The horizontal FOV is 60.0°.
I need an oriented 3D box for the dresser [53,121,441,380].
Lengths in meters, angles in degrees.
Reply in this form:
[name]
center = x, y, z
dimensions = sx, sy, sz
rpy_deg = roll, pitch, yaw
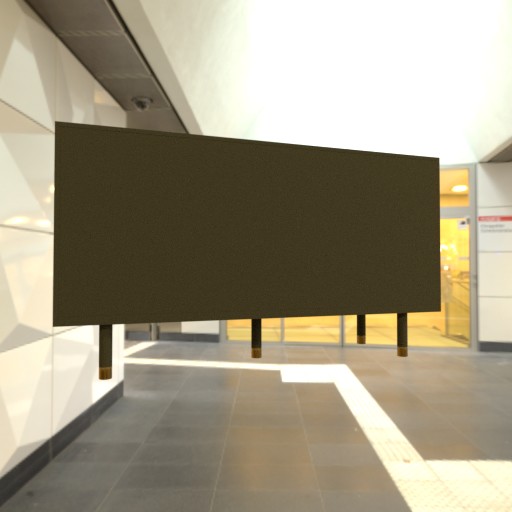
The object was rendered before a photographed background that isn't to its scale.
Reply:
[dresser]
center = 0.000, 0.000, 1.923
dimensions = 1.558, 0.872, 0.463
rpy_deg = 0, -1, -18
